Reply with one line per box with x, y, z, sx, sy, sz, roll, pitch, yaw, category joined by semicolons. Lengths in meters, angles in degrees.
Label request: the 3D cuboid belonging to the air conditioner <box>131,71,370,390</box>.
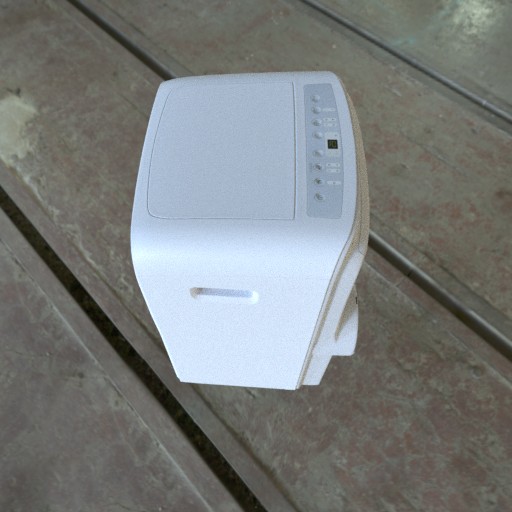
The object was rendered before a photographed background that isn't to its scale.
0.000;0.000;1.067;0.467;0.765;0.478;1;60;1;air conditioner
